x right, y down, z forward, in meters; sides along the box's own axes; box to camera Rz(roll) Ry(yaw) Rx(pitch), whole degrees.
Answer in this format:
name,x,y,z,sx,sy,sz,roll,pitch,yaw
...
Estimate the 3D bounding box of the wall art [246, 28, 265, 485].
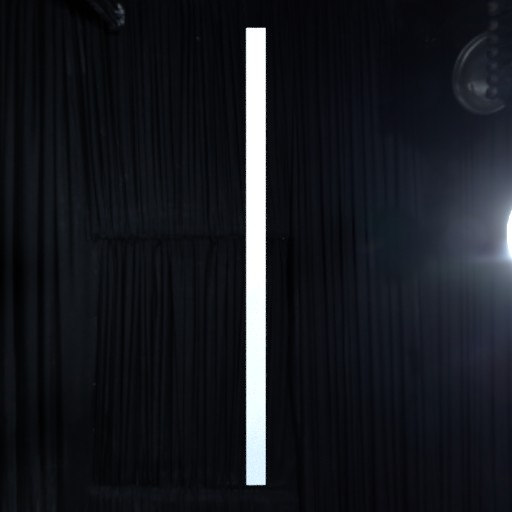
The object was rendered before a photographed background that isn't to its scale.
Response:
name,x,y,z,sx,sy,sz,roll,pitch,yaw
wall art,0.000,0.000,1.193,0.039,0.915,0.612,0,1,0
